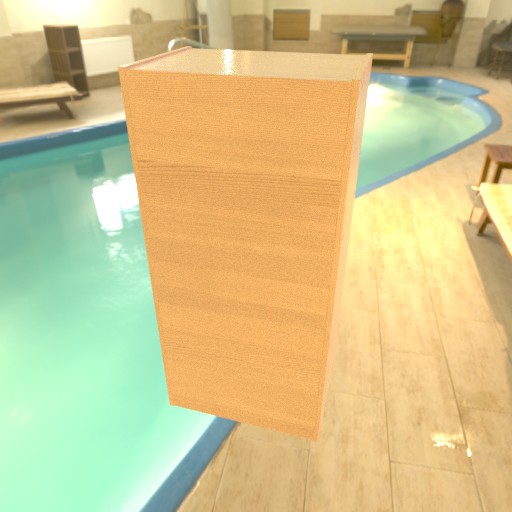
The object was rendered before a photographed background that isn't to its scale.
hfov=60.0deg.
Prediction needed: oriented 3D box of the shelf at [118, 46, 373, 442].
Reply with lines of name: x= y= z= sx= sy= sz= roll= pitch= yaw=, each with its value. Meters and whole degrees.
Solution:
shelf: x=0.000 y=0.000 z=1.071 sx=0.417 sy=0.876 sz=0.292 roll=9 pitch=33 yaw=14
